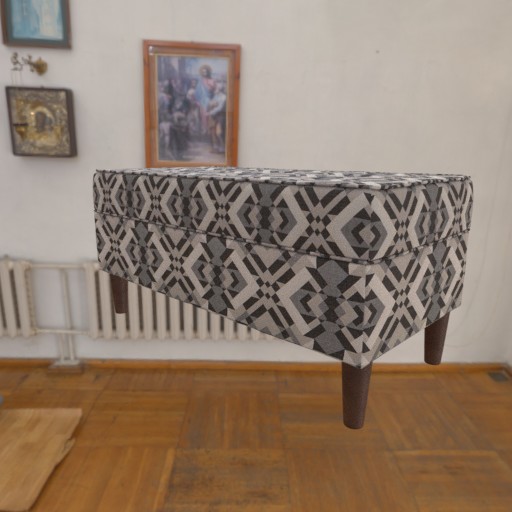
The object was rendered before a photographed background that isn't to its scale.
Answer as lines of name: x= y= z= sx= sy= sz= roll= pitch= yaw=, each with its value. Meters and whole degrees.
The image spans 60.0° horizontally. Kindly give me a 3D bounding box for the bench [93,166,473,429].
bench: x=0.000 y=0.000 z=1.275 sx=1.016 sy=0.477 sz=0.492 roll=13 pitch=18 yaw=43
